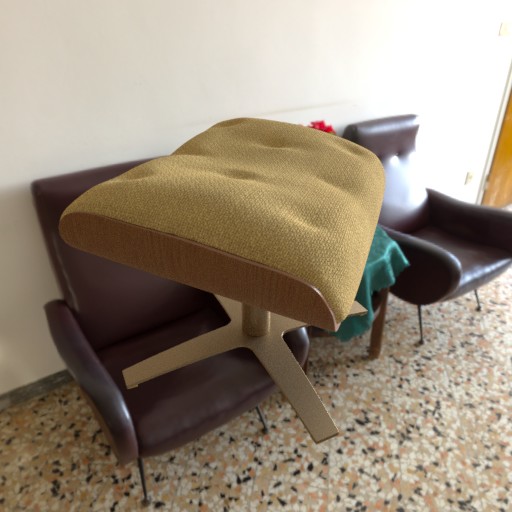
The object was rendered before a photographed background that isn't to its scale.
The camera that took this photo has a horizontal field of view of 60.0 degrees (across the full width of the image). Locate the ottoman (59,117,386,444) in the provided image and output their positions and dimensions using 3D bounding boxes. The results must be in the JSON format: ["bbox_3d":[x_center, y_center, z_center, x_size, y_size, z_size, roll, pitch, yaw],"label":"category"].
[{"bbox_3d":[0.000,0.000,0.792,0.394,0.391,0.520,10,31,17],"label":"ottoman"}]
